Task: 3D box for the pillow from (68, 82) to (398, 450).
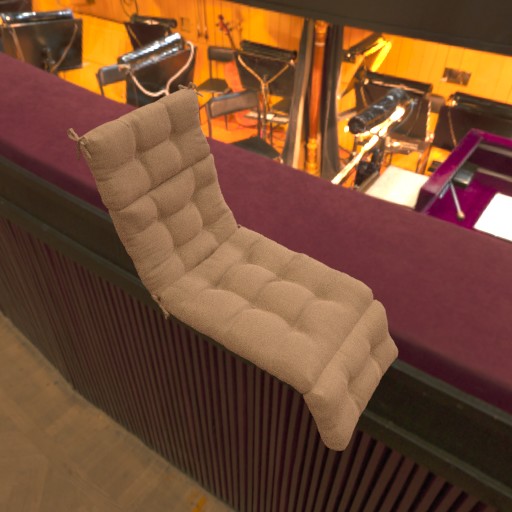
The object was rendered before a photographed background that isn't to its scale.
[{"bbox_3d":[0.000,0.000,1.504,1.016,0.863,0.526,25,47,26],"label":"pillow"}]
